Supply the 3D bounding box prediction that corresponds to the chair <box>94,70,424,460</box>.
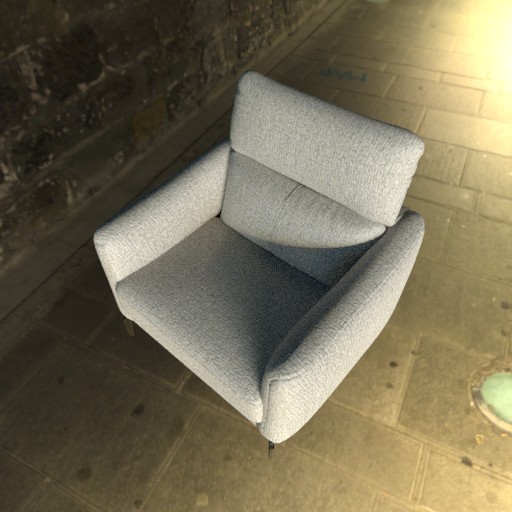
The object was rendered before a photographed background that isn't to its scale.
[{"bbox_3d":[0.000,0.000,1.656,0.972,0.967,0.835,32,54,27],"label":"chair"}]
